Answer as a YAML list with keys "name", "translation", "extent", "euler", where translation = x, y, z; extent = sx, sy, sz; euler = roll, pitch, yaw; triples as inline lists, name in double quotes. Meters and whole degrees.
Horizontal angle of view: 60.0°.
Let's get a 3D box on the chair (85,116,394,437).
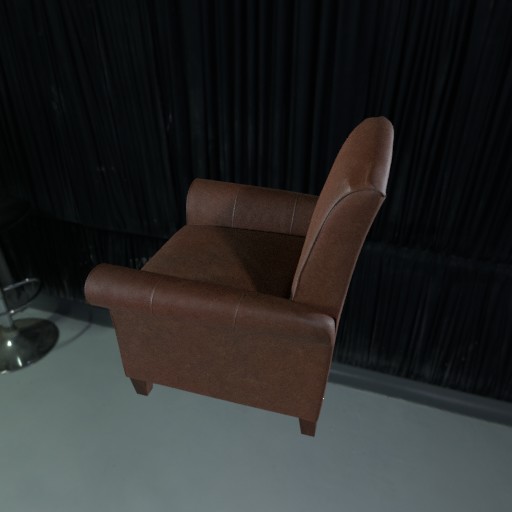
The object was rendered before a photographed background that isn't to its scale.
- name: "chair"
  translation: [0.000, 0.000, 1.759]
  extent: [0.902, 1.061, 0.978]
  euler: [8, 32, 14]
